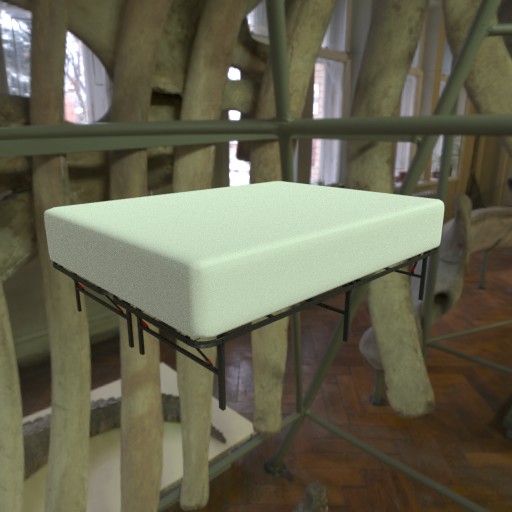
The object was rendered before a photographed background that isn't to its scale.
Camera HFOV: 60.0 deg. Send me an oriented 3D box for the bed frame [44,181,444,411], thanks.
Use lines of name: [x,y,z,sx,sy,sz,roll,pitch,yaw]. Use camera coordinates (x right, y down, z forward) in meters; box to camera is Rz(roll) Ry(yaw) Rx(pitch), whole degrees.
bed frame: [0.000,0.000,2.833,2.037,0.677,1.528,-15,22,-42]
